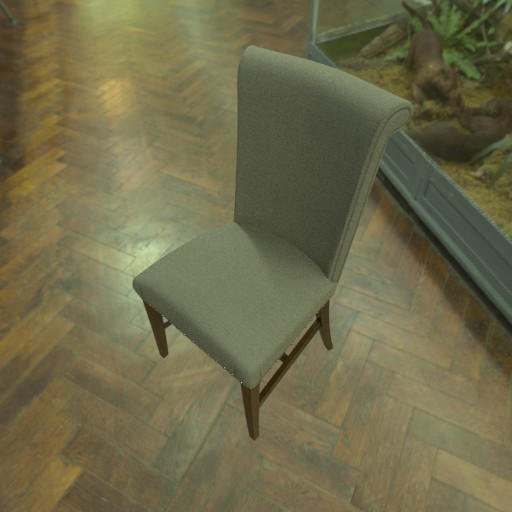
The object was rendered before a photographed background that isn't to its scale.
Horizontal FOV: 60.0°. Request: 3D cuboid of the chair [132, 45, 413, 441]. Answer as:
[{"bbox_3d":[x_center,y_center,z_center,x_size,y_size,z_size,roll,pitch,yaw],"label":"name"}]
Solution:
[{"bbox_3d":[0.000,0.000,1.358,0.513,0.988,0.608,33,55,27],"label":"chair"}]
